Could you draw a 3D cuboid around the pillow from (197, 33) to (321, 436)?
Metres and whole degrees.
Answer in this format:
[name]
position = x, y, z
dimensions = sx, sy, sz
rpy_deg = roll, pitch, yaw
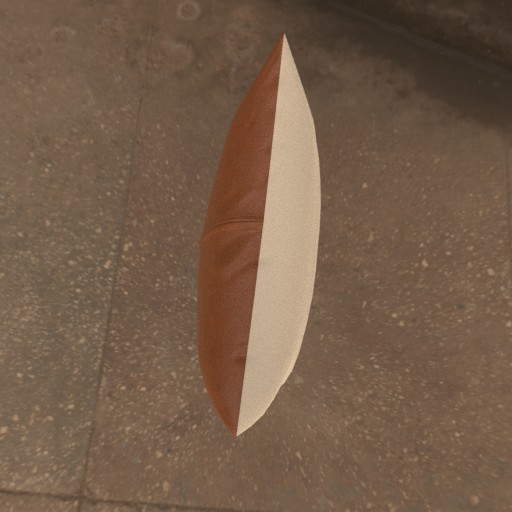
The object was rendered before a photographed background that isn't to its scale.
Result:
[pillow]
position = 0.000, 0.000, 0.756
dimensions = 0.192, 0.477, 0.501
rpy_deg = 6, 78, 1
